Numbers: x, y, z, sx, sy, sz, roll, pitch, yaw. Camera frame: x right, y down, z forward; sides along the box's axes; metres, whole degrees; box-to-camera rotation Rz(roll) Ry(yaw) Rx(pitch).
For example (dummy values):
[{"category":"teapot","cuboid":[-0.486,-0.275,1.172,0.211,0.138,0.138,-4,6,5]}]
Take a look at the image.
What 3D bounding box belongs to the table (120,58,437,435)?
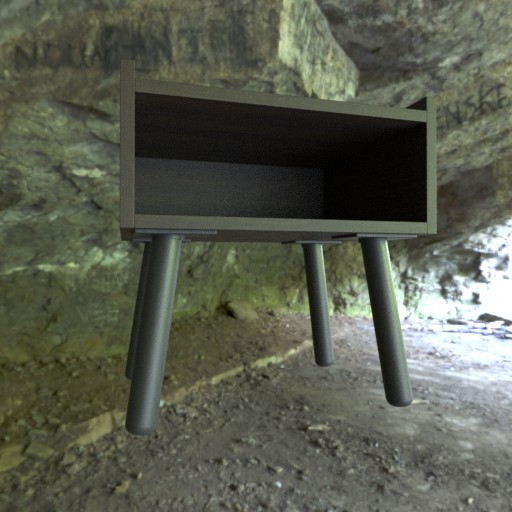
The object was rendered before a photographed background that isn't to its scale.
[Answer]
[{"category":"table","cuboid":[0.000,0.000,0.771,0.450,0.470,0.370,0,-1,-17]}]
